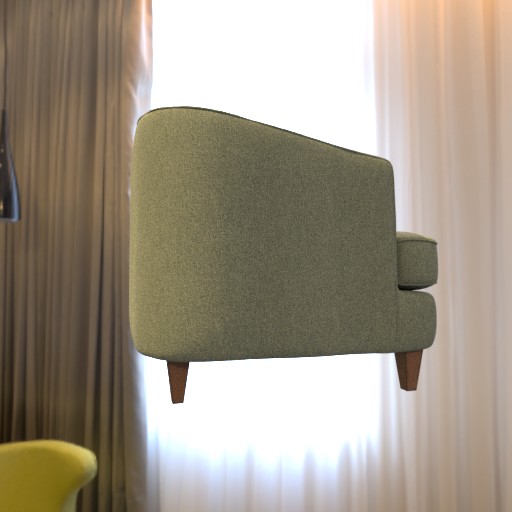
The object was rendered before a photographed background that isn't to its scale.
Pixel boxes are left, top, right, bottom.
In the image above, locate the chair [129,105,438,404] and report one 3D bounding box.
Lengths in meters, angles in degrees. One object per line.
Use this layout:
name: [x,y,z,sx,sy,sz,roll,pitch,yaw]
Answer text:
chair: [0.000,0.000,1.739,0.945,0.852,1.094,0,-2,-17]
